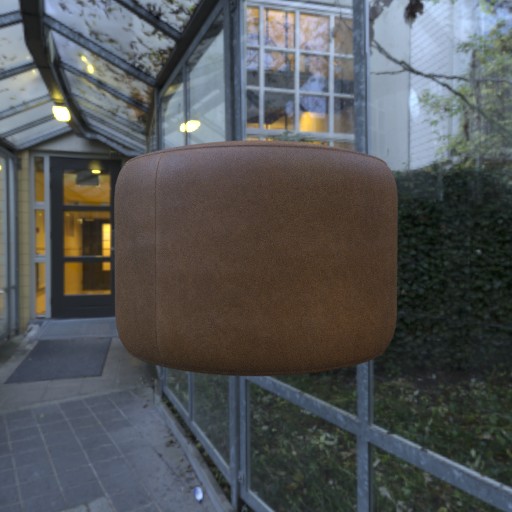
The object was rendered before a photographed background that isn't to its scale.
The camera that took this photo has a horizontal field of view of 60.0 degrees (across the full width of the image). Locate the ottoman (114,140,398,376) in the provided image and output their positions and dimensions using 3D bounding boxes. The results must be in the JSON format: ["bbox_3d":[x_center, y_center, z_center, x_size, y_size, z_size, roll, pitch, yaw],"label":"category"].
[{"bbox_3d":[0.000,0.000,1.000,0.607,0.438,0.607,0,1,0],"label":"ottoman"}]
